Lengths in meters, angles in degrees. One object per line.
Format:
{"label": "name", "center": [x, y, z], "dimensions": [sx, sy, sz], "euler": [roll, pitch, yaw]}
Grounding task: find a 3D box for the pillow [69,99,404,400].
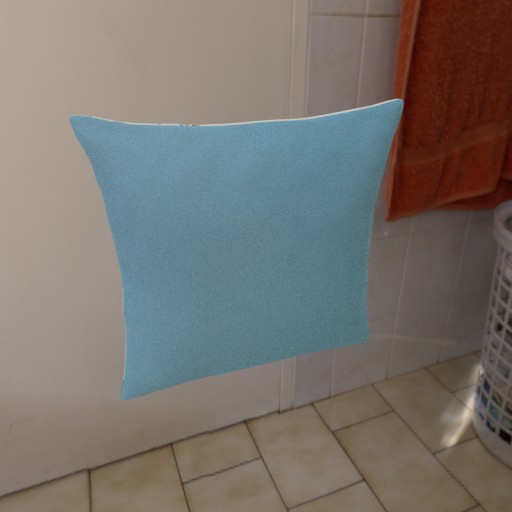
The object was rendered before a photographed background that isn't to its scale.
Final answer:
{"label": "pillow", "center": [0.000, 0.000, 0.779], "dimensions": [0.526, 0.507, 0.166], "euler": [-9, 28, -18]}
